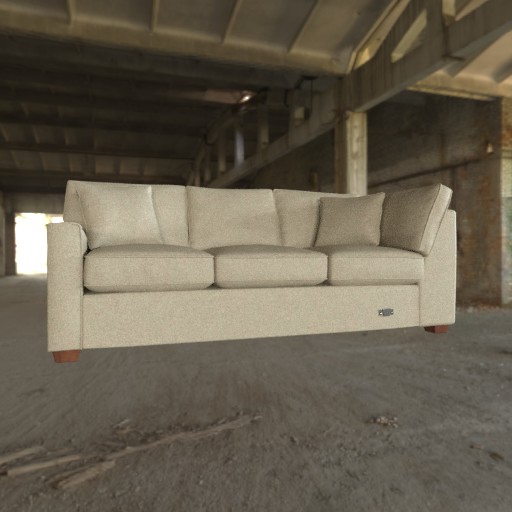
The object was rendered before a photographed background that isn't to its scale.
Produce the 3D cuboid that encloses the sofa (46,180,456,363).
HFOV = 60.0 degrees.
[{"bbox_3d":[0.000,0.000,2.799,2.317,0.962,1.061,0,1,-19],"label":"sofa"}]
